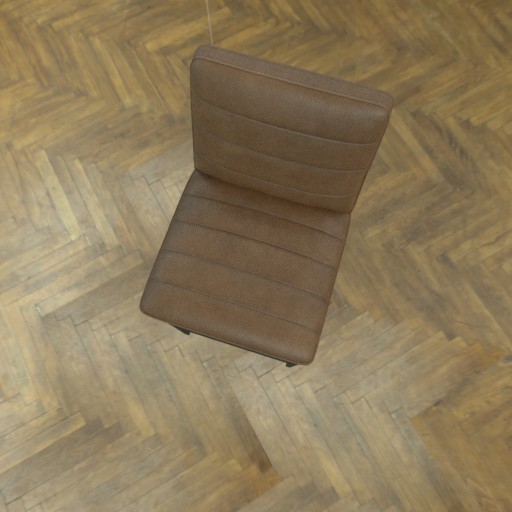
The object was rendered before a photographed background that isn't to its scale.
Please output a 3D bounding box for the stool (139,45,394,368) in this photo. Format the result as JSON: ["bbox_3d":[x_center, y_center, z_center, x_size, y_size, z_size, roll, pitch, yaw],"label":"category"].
[{"bbox_3d":[0.000,0.000,1.325,0.458,1.040,0.556,17,75,5],"label":"stool"}]
